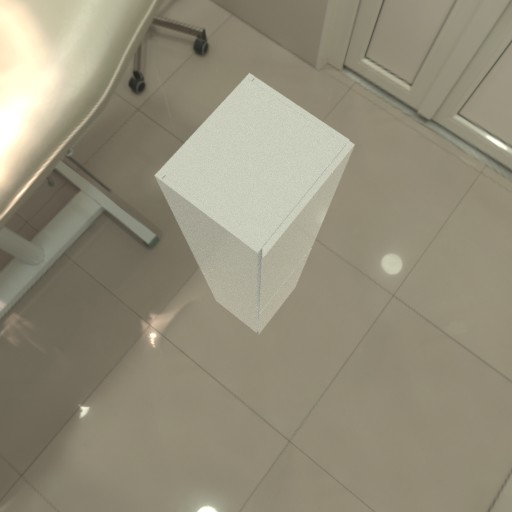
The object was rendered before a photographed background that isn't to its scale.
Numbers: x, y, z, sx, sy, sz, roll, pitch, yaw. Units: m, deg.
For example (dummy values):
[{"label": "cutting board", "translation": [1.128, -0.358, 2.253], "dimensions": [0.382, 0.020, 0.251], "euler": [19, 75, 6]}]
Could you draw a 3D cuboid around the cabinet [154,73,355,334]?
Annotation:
[{"label": "cabinet", "translation": [0.000, 0.000, 1.550], "dimensions": [0.270, 1.400, 0.300], "euler": [37, 77, 10]}]
